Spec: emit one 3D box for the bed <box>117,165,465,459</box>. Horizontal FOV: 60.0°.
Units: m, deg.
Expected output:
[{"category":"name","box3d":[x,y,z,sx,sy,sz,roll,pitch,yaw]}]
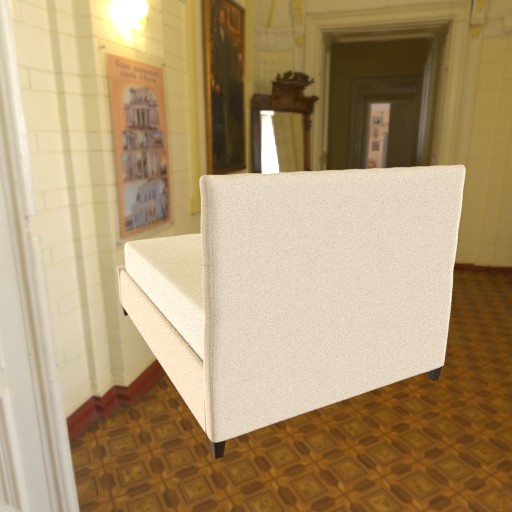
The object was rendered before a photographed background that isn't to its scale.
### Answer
[{"category":"bed","box3d":[0.000,0.000,3.370,1.696,1.426,2.233,-8,17,-27]}]
